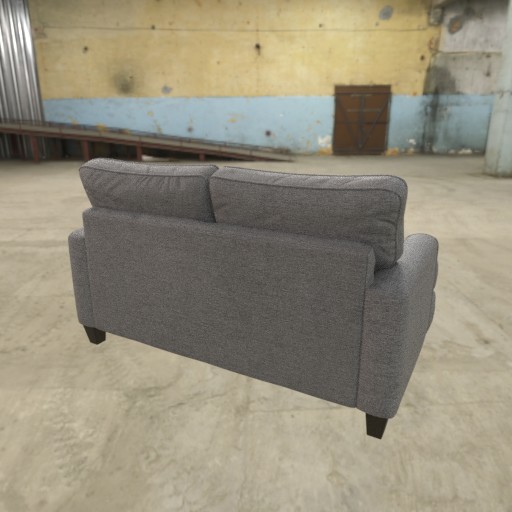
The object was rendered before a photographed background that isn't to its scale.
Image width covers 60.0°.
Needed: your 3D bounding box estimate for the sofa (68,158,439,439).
[{"bbox_3d":[0.000,0.000,2.226,1.651,0.965,0.965,9,20,27],"label":"sofa"}]
